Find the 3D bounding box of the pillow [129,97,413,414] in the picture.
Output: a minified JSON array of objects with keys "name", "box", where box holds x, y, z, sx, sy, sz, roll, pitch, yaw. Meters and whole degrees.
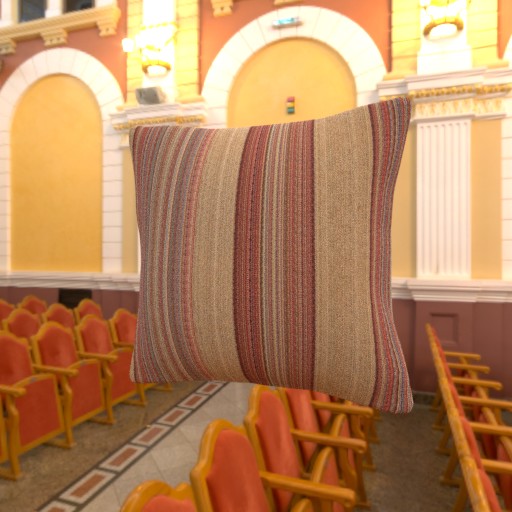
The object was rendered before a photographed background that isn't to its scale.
[{"name":"pillow","box":[0.000,0.000,0.651,0.437,0.419,0.136,0,1,19]}]
